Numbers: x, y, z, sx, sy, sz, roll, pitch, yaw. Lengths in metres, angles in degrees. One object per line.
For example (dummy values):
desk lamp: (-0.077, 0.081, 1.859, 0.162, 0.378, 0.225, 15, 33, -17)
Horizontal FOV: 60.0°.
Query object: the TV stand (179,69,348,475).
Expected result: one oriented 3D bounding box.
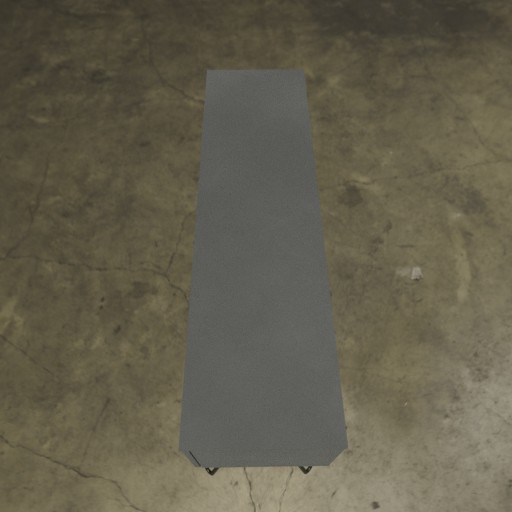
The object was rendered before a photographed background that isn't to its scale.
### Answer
TV stand: (0.000, 0.000, 1.619, 0.400, 0.560, 1.400, -1, 57, 0)
